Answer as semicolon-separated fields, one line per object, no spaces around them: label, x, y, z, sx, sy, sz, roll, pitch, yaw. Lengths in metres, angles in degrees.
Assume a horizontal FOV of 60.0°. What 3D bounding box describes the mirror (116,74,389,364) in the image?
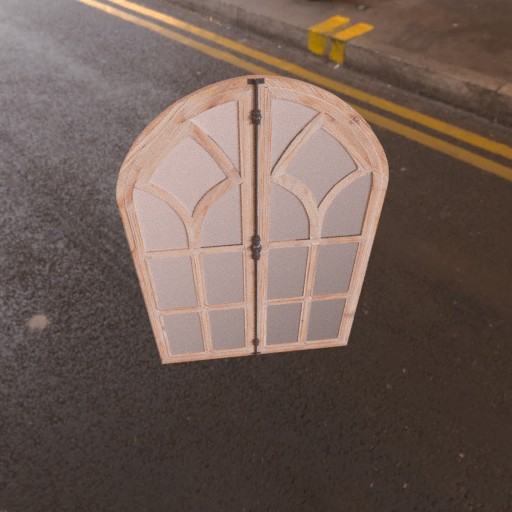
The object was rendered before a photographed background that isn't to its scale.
mirror;0.000;0.000;1.129;0.609;0.915;0.032;-5;45;-5
